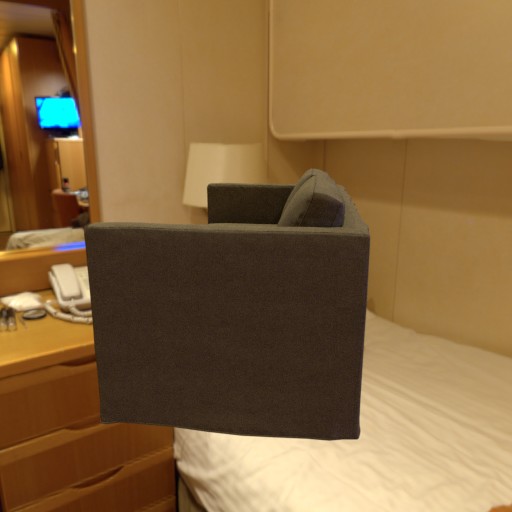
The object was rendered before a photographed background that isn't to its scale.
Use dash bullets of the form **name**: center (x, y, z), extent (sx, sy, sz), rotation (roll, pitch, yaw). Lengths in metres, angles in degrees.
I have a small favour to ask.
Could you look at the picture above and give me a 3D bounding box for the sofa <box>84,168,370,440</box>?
- **sofa**: center (0.000, 0.000, 2.317), extent (0.974, 0.854, 1.802), rotation (2, 14, 8)
